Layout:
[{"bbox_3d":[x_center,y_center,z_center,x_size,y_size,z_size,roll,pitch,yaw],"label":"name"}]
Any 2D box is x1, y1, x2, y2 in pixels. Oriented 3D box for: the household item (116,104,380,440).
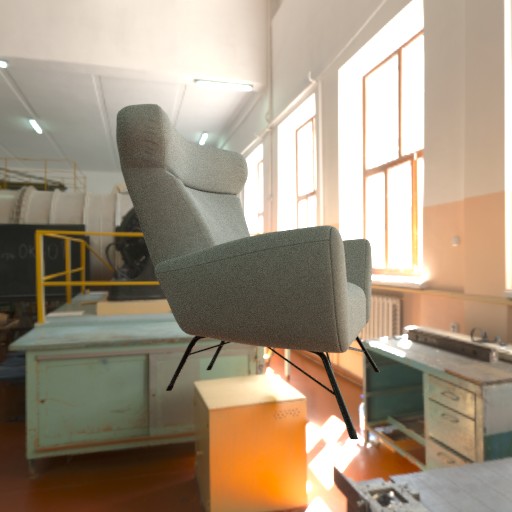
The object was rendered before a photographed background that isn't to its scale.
[{"bbox_3d":[0.000,0.000,1.781,0.900,1.050,0.980,0,0,20],"label":"household item"}]
